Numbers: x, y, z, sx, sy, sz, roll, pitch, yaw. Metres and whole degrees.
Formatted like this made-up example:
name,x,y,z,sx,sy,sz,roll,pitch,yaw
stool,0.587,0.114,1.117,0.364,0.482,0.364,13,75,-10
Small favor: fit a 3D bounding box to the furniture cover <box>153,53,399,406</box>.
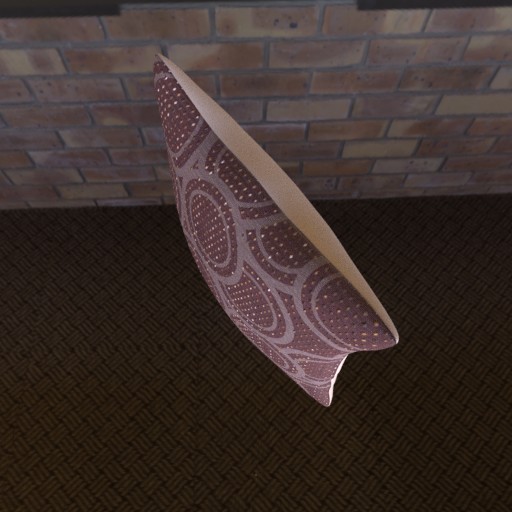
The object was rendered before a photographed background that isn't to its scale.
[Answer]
name,x,y,z,sx,sy,sz,roll,pitch,yaw
furniture cover,0.000,0.000,0.808,0.193,0.509,0.552,-31,68,-14
